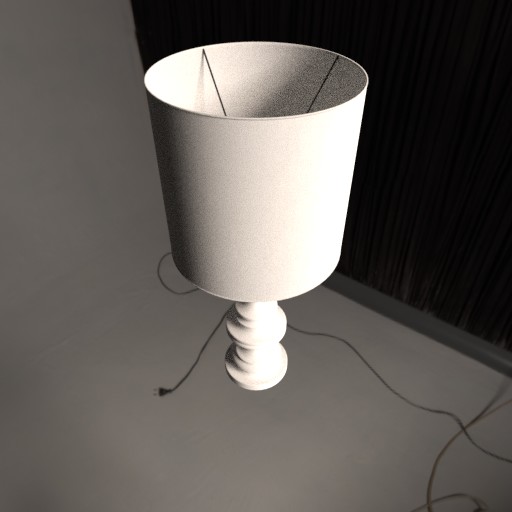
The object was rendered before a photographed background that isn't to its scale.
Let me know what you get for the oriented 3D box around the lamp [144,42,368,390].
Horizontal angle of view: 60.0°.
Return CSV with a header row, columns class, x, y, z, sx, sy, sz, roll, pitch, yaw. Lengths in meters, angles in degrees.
class,x,y,z,sx,sy,sz,roll,pitch,yaw
lamp,0.000,0.000,0.567,0.208,0.455,0.208,25,47,27
